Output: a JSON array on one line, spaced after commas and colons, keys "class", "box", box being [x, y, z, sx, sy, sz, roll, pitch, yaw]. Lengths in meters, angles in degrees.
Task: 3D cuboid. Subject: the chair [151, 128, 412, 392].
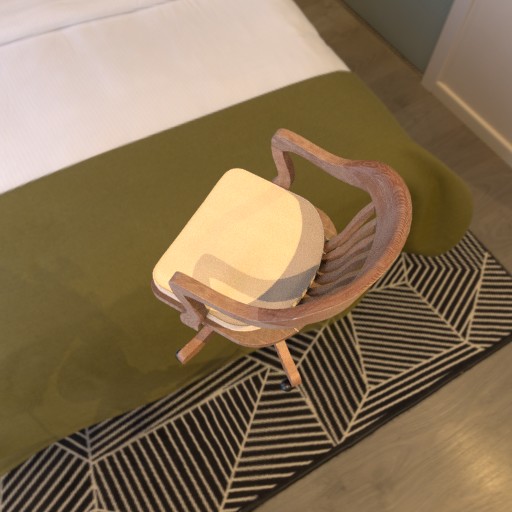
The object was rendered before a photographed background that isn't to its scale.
[{"class": "chair", "box": [0.000, 0.000, 1.496, 0.788, 0.878, 0.750, 27, 65, 13]}]
